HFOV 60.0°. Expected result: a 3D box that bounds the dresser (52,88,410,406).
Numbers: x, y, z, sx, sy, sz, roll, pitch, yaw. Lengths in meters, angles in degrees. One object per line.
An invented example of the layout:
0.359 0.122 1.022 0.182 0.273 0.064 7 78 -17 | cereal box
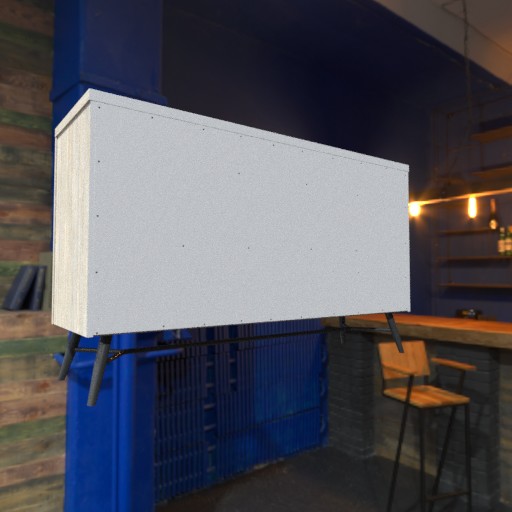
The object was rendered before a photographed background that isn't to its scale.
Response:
0.000 0.000 1.892 1.524 0.914 0.457 2 -3 -36 | dresser
